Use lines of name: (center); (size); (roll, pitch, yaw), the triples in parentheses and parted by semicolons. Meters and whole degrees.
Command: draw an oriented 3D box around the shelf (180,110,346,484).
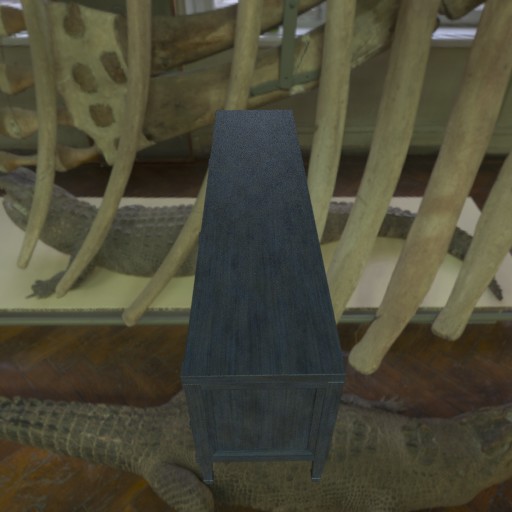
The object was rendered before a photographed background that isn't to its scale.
shelf: (0.000, 0.000, 2.180); (0.471, 0.715, 1.878); (-1, 40, -1)
